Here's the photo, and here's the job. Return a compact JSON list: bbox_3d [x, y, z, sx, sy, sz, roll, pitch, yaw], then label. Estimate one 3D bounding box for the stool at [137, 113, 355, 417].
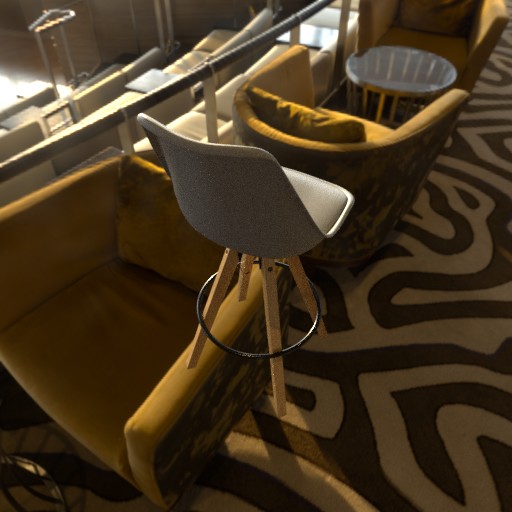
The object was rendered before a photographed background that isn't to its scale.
[{"bbox_3d":[0.000,0.000,1.399,0.485,1.115,0.550,22,49,20],"label":"stool"}]
